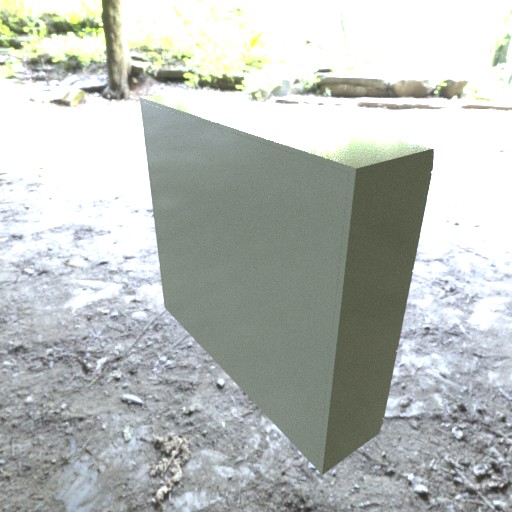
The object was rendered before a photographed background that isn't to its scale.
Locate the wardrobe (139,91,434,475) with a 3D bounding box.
[{"bbox_3d":[0.000,0.000,1.954,0.360,1.200,1.340,-19,34,-31],"label":"wardrobe"}]
